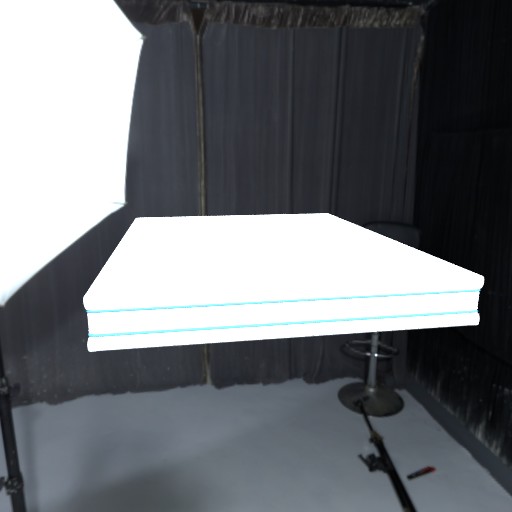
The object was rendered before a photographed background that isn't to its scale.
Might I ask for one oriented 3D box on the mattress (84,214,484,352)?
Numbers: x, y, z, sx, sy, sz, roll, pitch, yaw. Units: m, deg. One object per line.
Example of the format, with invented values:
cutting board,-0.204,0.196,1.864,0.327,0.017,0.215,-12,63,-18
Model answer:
mattress,0.000,0.000,2.702,1.600,0.230,2.000,-2,13,-9
